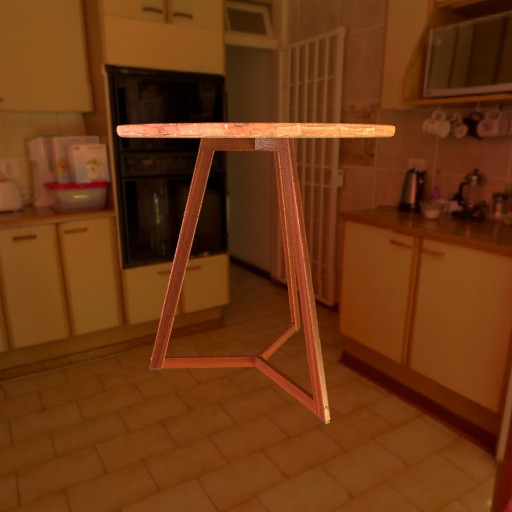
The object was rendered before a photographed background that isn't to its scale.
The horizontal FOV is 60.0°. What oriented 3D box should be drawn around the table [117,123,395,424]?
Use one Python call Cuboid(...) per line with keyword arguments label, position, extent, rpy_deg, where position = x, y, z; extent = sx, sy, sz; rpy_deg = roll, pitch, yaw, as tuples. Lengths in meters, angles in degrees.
Cuboid(label="table", position=(0.000, 0.000, 0.896), extent=(0.500, 0.500, 0.500), rpy_deg=(0, 15, 0))
